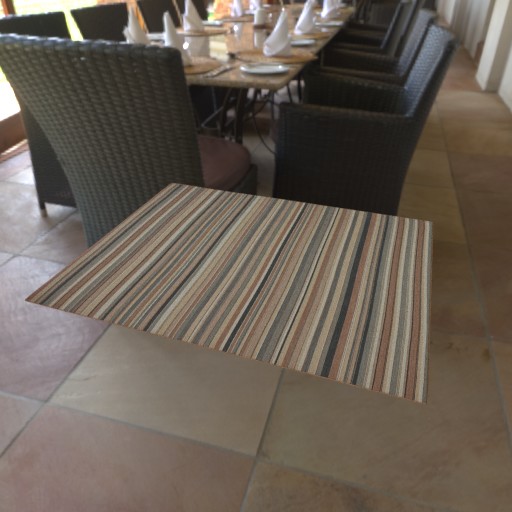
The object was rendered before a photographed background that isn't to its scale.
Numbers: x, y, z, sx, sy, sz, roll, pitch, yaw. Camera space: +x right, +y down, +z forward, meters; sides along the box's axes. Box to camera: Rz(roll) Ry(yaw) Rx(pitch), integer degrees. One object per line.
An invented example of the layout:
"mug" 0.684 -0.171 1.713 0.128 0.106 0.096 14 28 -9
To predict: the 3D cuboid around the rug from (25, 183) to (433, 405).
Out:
"rug" 0.000 0.000 4.046 3.045 0.011 2.436 11 34 16
